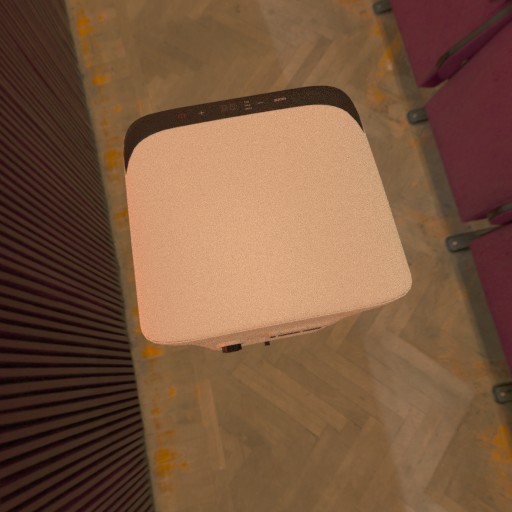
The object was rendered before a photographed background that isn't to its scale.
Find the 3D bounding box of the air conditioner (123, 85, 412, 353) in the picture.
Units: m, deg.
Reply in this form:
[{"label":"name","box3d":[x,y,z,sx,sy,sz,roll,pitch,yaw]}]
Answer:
[{"label":"air conditioner","box3d":[0.000,0.000,0.932,0.352,0.716,0.369,-10,76,-3]}]
